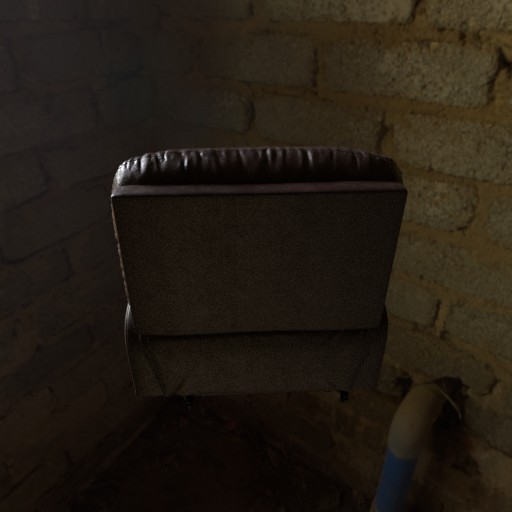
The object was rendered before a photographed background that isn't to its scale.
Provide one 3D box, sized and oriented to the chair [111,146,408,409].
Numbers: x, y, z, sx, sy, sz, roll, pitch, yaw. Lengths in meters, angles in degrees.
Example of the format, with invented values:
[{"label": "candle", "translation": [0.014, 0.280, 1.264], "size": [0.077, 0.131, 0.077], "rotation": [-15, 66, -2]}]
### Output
[{"label": "chair", "translation": [0.000, 0.000, 1.751], "size": [0.940, 1.041, 0.879], "rotation": [-1, 31, -2]}]
